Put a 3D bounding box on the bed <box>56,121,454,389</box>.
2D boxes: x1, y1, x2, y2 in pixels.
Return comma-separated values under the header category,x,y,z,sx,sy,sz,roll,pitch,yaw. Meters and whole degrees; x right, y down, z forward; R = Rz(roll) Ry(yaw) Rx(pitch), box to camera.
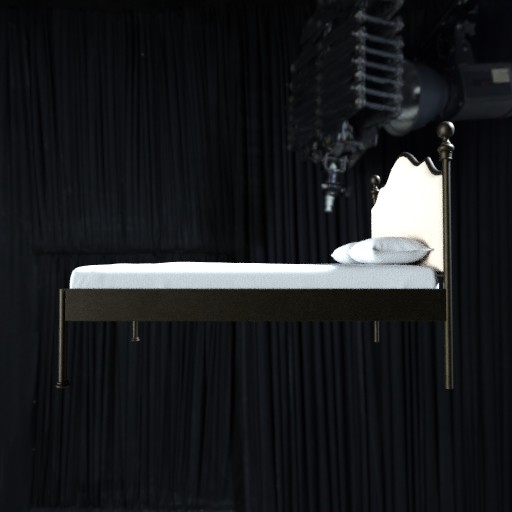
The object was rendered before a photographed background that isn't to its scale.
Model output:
category,x,y,z,sx,sy,sz,roll,pitch,yaw
bed,0.000,0.000,3.143,2.170,1.462,1.533,0,-1,0
